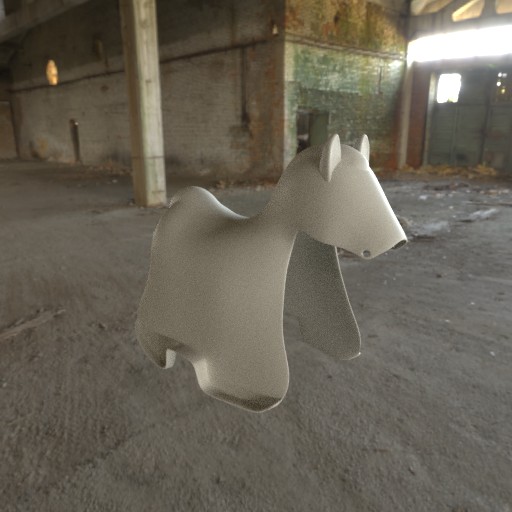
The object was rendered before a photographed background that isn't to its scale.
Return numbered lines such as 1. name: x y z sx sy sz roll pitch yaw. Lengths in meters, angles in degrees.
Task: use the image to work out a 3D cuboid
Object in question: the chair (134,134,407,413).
1. chair: 0.000 0.000 1.152 0.429 0.612 0.800 -15 21 -43
